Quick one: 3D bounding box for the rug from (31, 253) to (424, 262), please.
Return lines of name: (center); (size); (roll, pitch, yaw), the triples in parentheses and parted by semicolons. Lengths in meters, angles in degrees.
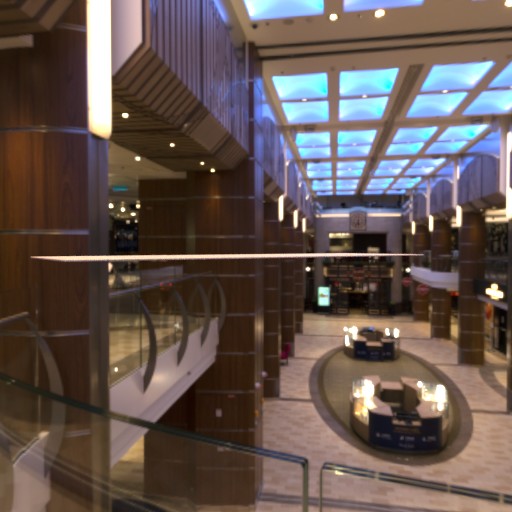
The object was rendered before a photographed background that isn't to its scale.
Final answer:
rug: (0.000, 0.000, 2.789); (2.439, 0.008, 0.762); (-1, 1, -36)
